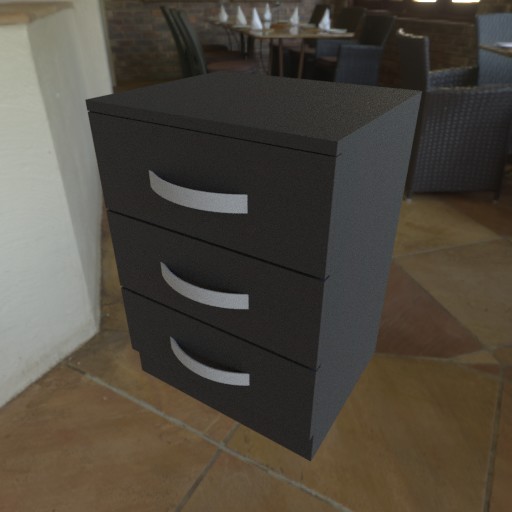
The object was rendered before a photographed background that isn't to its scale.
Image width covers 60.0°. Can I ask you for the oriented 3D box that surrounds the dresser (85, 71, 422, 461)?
[{"bbox_3d":[0.000,0.000,0.813,0.400,0.560,0.360,18,35,28],"label":"dresser"}]
